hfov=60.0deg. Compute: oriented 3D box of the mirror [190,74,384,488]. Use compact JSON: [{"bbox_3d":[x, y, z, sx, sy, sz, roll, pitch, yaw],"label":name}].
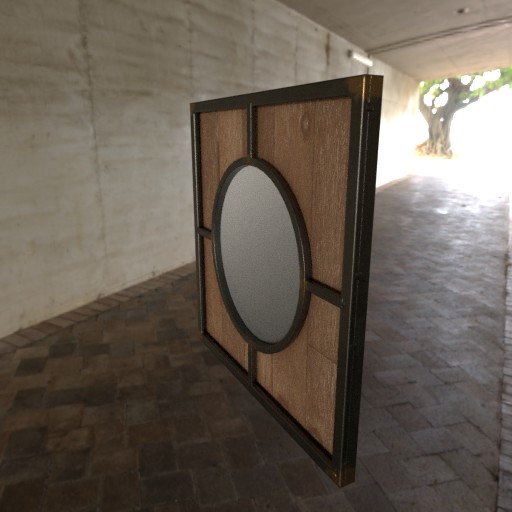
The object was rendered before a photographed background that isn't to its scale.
[{"bbox_3d":[0.000,0.000,0.551,0.020,0.381,0.382,-8,17,-27],"label":"mirror"}]
